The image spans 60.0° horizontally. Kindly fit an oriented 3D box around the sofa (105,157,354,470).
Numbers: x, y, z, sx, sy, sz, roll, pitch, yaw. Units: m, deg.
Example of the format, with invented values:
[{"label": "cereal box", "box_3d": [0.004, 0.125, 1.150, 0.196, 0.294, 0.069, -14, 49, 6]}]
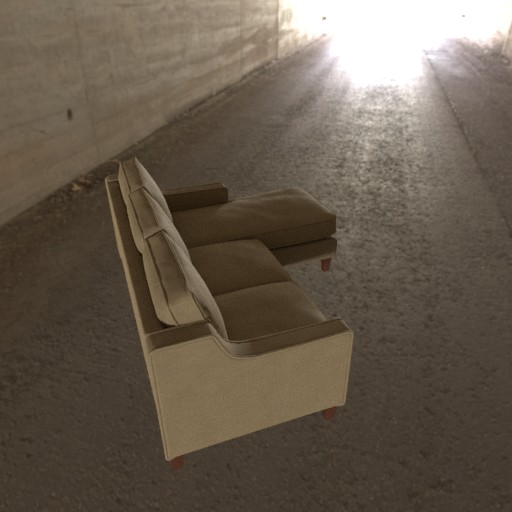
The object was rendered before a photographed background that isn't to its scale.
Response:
[{"label": "sofa", "box_3d": [0.000, 0.000, 3.258, 1.858, 1.066, 2.317, -11, 32, -18]}]
